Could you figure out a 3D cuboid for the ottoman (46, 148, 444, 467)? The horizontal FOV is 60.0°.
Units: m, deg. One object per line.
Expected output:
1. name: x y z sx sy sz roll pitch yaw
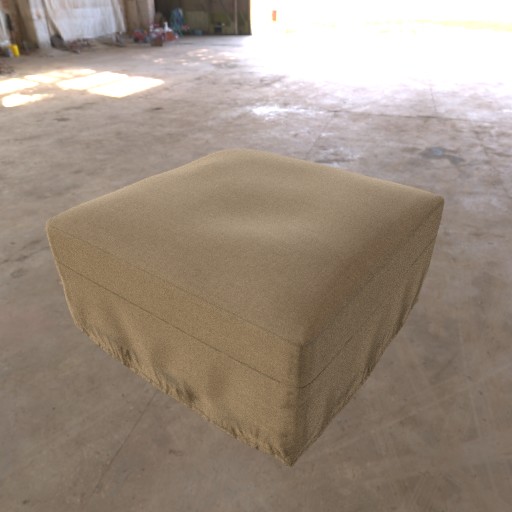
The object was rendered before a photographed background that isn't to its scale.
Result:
1. ottoman: 0.000 0.000 1.337 0.840 0.436 0.843 21 36 31
